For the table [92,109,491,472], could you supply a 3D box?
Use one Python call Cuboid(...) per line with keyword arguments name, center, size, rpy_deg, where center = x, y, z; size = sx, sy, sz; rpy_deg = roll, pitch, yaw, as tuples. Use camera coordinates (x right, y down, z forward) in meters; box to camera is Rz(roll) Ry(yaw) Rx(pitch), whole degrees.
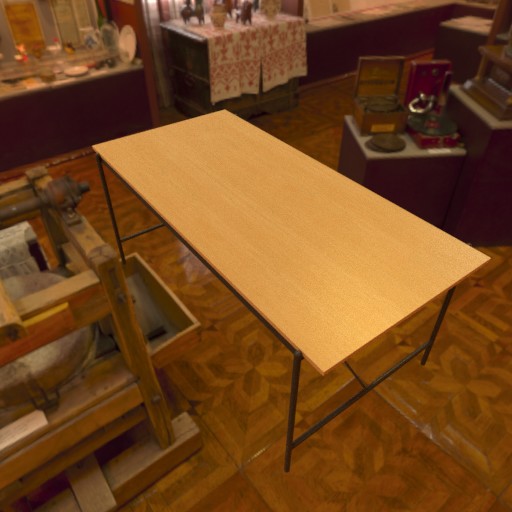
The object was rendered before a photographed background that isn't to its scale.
Cuboid(name="table", center=(0.000, 0.000, 2.257), size=(0.900, 0.758, 1.800), rpy_deg=(-25, 46, -27))
